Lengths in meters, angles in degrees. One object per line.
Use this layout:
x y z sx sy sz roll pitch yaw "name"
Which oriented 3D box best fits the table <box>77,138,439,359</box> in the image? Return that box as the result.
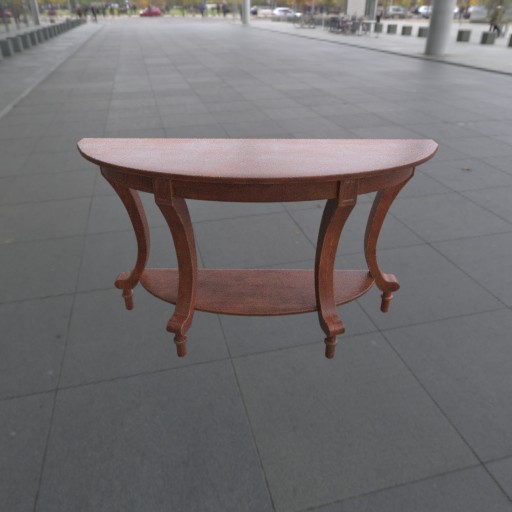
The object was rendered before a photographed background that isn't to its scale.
0.000 0.000 1.516 1.198 0.699 0.394 0 29 1 "table"
